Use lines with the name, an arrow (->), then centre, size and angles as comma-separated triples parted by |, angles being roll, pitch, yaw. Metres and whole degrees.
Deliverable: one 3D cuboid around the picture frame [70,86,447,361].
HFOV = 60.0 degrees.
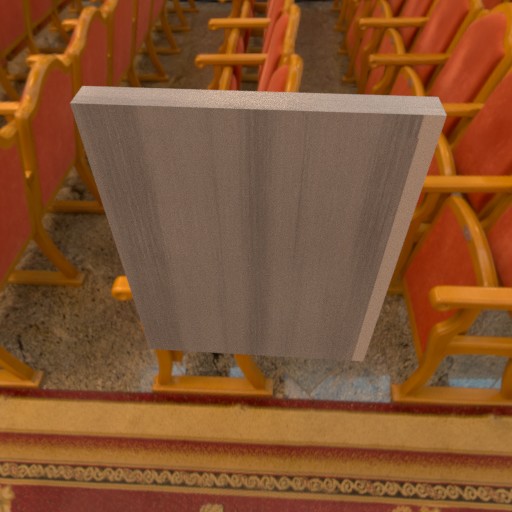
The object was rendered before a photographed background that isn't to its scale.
picture frame -> 0.000, 0.000, 0.744 | 0.449, 0.555, 0.046 | 3, 47, 3
